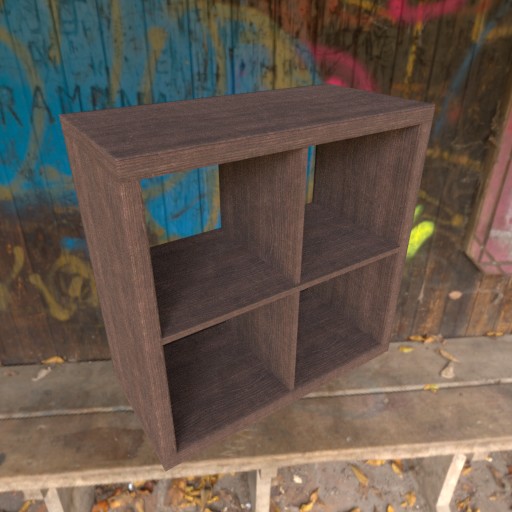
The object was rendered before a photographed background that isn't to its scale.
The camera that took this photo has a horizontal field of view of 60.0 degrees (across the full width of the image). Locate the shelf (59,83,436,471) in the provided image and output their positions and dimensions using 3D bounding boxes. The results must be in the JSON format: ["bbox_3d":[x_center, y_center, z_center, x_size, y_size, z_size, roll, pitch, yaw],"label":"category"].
[{"bbox_3d":[0.000,0.000,1.225,0.790,0.786,0.390,-18,34,-29],"label":"shelf"}]
